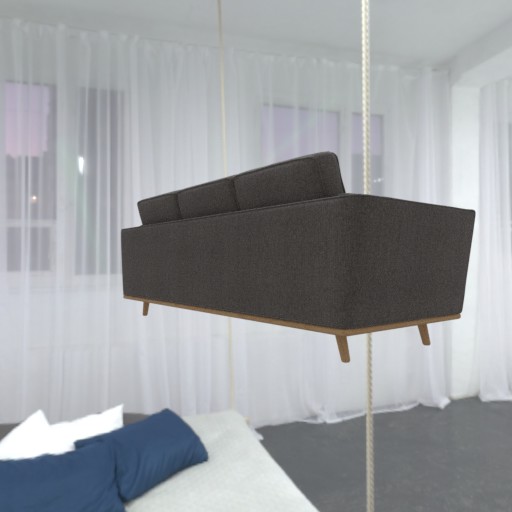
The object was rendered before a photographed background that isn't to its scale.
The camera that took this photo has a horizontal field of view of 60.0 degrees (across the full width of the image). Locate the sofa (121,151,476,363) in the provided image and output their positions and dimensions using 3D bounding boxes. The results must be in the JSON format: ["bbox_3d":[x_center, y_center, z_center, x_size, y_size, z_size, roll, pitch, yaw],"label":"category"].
[{"bbox_3d":[0.000,0.000,2.800,0.903,0.899,2.362,1,-1,-38],"label":"sofa"}]
